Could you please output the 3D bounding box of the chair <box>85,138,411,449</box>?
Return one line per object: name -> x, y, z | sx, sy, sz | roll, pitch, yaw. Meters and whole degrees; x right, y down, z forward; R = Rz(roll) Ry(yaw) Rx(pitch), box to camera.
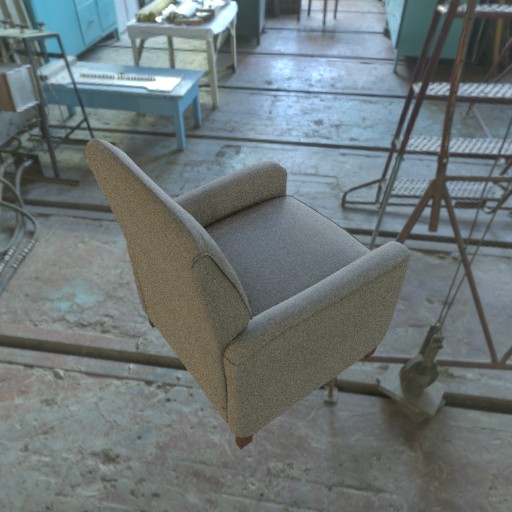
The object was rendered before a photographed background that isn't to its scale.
chair -> 0.000, 0.000, 1.673 | 0.864, 1.014, 0.848 | -26, 48, -26
